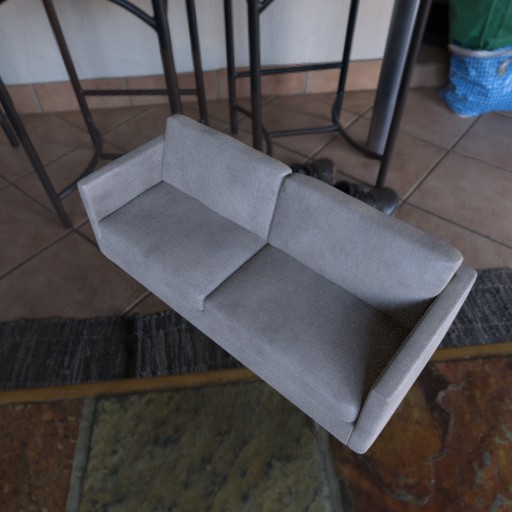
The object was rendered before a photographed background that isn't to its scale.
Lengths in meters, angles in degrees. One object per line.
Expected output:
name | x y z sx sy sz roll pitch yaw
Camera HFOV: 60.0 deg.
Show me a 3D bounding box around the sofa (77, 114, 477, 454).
sofa | 0.000 0.000 2.688 2.208 0.965 0.951 32 55 26
